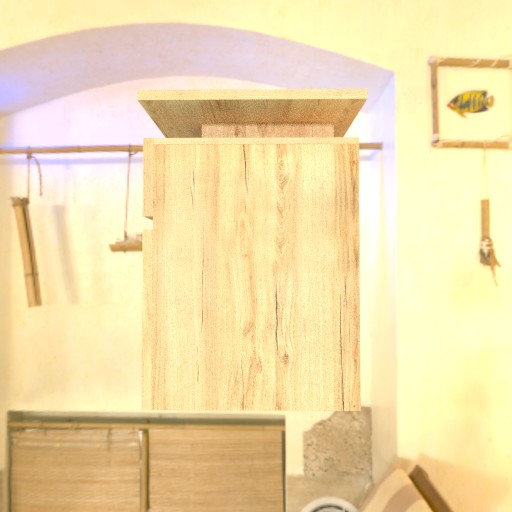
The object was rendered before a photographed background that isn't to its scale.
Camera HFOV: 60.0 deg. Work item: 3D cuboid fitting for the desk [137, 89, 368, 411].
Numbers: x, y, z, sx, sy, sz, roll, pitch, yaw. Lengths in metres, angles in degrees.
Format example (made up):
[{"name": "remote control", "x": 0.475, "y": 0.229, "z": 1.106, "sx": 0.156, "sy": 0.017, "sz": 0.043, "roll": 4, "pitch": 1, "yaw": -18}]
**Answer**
[{"name": "desk", "x": 0.000, "y": 0.000, "z": 1.747, "sx": 0.550, "sy": 0.760, "sz": 1.400, "roll": 0, "pitch": -1, "yaw": 1}]
